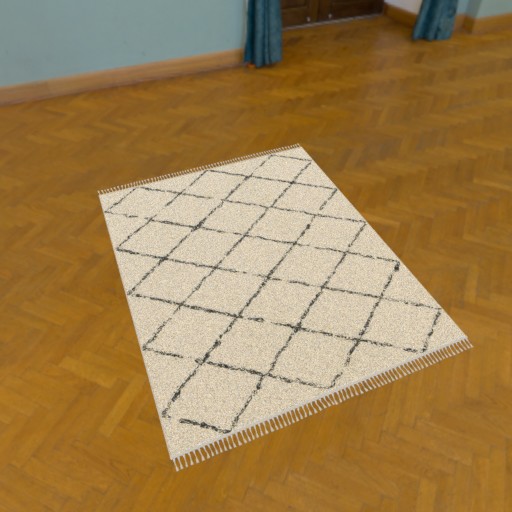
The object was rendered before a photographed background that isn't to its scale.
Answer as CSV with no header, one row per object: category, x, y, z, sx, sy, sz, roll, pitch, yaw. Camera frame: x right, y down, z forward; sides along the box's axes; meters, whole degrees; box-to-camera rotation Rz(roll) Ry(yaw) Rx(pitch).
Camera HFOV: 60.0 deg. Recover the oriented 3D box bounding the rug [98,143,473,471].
rug,0.000,0.000,4.055,2.380,0.013,3.051,-17,49,-15
